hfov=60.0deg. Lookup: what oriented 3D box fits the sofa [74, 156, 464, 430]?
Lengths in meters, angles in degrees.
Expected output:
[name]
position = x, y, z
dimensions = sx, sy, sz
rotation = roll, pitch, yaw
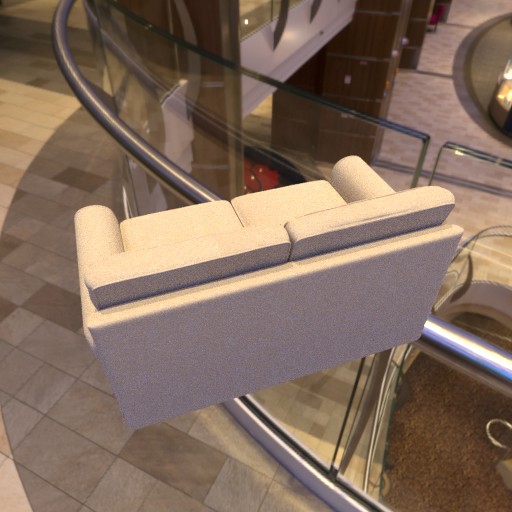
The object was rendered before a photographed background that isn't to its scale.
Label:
[sofa]
position = 0.000, 0.000, 2.334
dimensions = 1.727, 0.940, 0.991
rotation = -13, 44, -14
